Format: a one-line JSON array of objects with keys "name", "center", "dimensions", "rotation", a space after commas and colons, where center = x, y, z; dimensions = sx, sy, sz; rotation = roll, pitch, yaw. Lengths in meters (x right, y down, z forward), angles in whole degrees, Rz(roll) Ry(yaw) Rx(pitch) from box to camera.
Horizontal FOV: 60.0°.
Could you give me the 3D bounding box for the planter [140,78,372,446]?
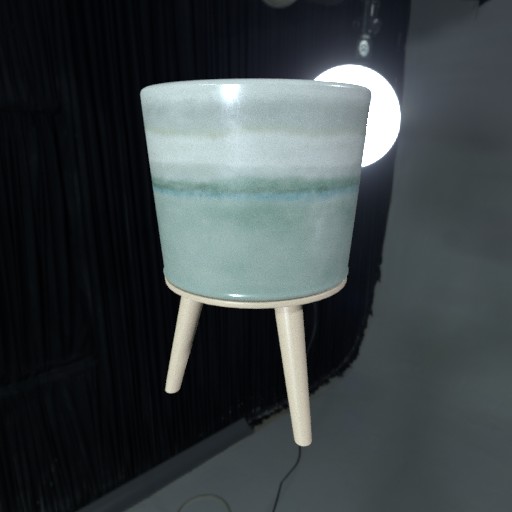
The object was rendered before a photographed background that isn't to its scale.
[{"name": "planter", "center": [0.000, 0.000, 0.576], "dimensions": [0.265, 0.404, 0.265], "rotation": [15, 22, 43]}]
